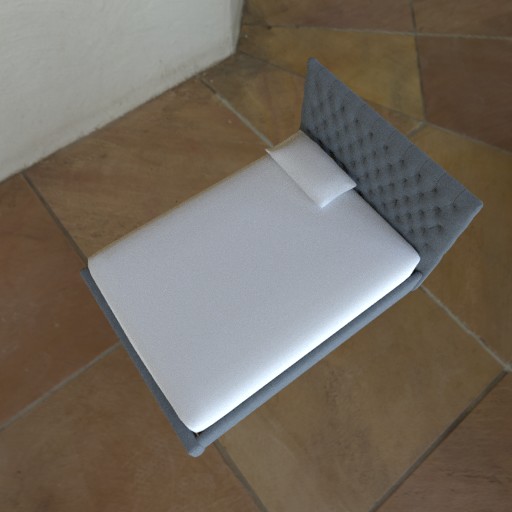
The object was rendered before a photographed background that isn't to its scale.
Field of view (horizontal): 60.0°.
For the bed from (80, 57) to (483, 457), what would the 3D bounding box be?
[{"bbox_3d":[0.000,0.000,3.363,2.335,1.411,1.698,-33,67,-16],"label":"bed"}]
